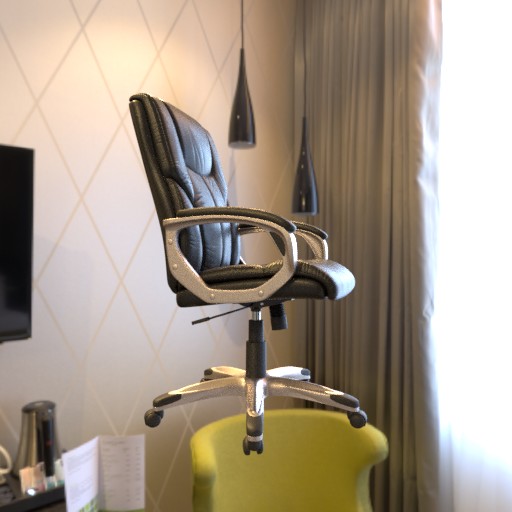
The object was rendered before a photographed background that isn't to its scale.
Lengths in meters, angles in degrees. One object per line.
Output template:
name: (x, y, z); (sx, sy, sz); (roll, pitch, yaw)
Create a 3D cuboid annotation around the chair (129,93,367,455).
chair: (0.000, 0.000, 1.606); (0.780, 1.145, 0.700); (0, 0, 19)
